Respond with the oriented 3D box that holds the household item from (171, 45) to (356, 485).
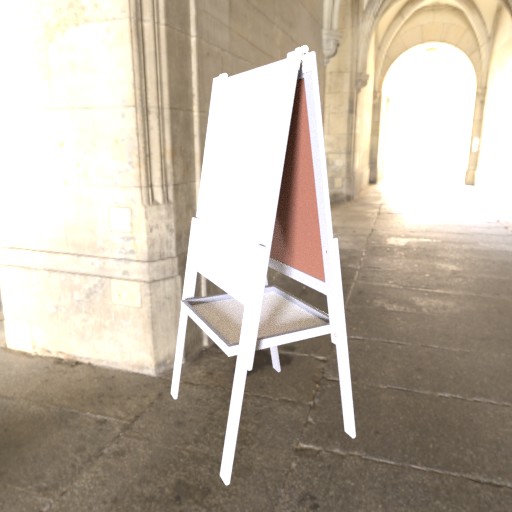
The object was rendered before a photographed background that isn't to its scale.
[{"bbox_3d":[0.000,0.000,1.445,0.469,1.172,0.531,-7,16,-26],"label":"household item"}]
